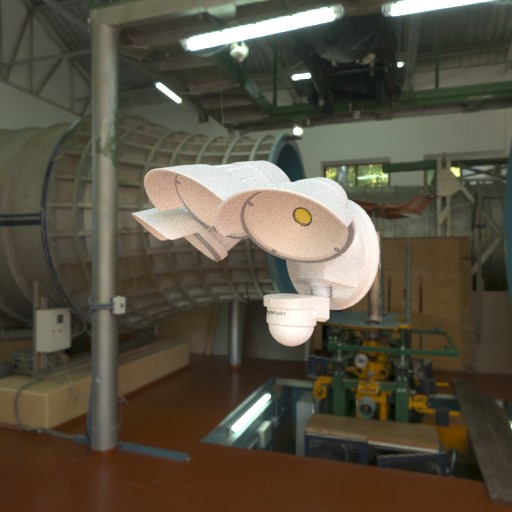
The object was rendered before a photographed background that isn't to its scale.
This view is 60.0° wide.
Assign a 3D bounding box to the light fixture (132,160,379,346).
[{"bbox_3d":[0.000,0.000,0.551,0.278,0.237,0.369,0,0,-37],"label":"light fixture"}]
